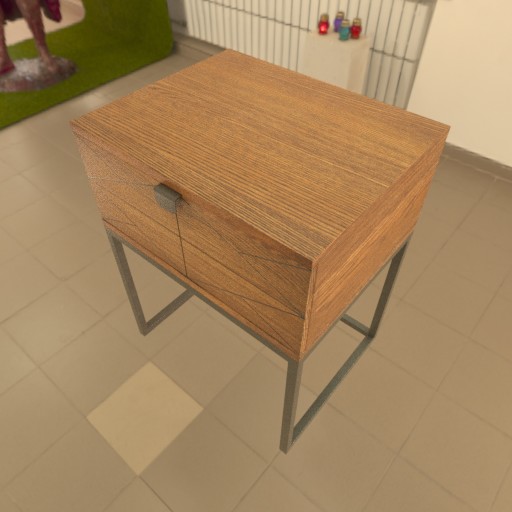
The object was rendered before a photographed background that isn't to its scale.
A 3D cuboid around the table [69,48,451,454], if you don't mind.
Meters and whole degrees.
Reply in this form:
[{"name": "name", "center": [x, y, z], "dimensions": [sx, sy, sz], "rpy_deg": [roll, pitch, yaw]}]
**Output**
[{"name": "table", "center": [0.000, 0.000, 0.933], "dimensions": [0.482, 0.610, 0.400], "rpy_deg": [31, 54, 26]}]
